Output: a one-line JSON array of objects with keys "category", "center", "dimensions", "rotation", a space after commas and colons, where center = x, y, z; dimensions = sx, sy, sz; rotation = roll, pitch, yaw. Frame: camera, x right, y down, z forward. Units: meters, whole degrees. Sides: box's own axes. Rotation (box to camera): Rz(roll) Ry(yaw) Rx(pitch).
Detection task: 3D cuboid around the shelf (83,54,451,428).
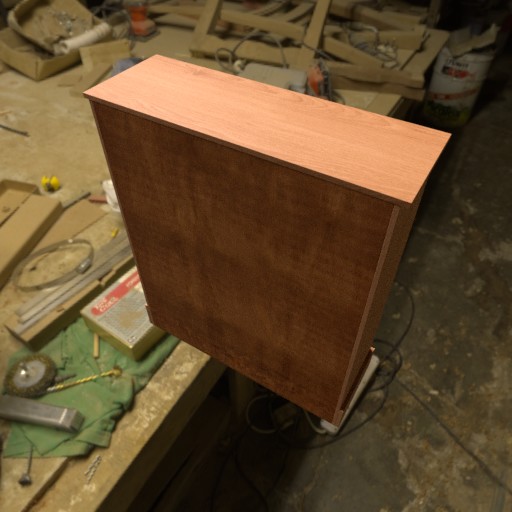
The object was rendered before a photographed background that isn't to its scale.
[{"category": "shelf", "center": [0.000, 0.000, 1.396], "dimensions": [0.840, 0.980, 0.291], "rotation": [24, 50, 21]}]
